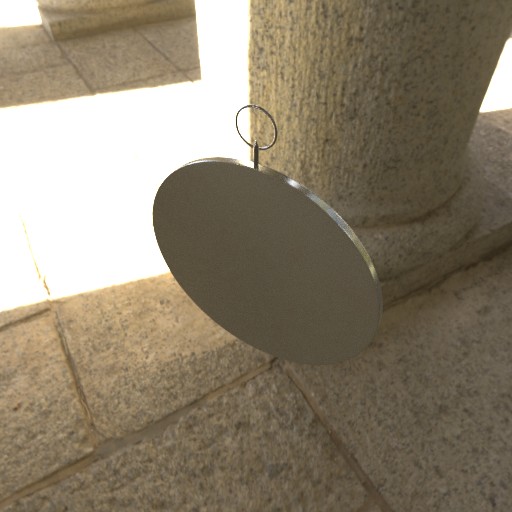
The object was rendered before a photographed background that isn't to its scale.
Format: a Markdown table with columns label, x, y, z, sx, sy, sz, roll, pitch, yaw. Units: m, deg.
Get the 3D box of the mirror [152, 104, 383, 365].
| label | x | y | z | sx | sy | sz | roll | pitch | yaw |
| --- | --- | --- | --- | --- | --- | --- | --- | --- | --- |
| mirror | 0.000 | 0.000 | 0.991 | 0.594 | 0.713 | 0.020 | 23 | 50 | 21 |
